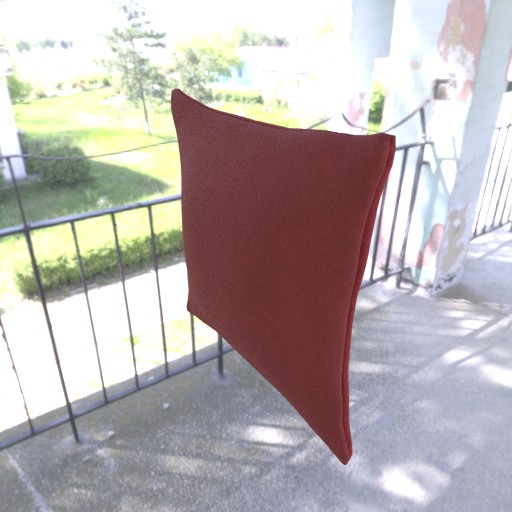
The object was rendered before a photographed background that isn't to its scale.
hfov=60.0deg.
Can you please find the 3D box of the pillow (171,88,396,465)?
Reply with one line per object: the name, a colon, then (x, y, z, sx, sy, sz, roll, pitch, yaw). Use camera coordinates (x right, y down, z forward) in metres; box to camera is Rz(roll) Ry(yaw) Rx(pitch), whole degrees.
pillow: (0.000, 0.000, 0.634, 0.151, 0.416, 0.435, -18, 32, -31)
